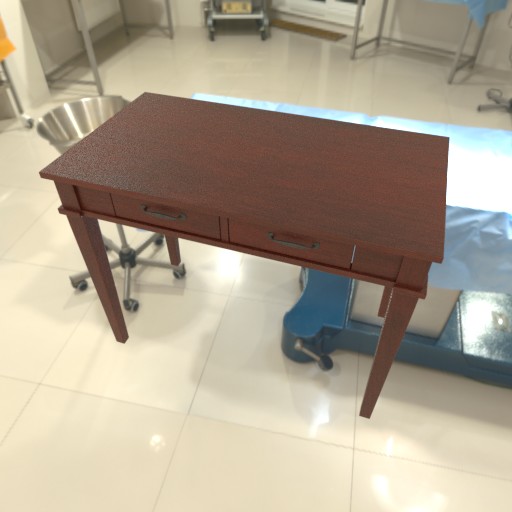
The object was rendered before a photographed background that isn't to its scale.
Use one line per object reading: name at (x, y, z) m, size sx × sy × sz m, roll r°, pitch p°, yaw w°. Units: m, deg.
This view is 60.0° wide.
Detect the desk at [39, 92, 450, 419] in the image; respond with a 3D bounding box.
desk at (0.000, 0.000, 1.473) m, size 1.001 × 0.762 × 0.549 m, roll 13°, pitch 44°, yaw 14°
